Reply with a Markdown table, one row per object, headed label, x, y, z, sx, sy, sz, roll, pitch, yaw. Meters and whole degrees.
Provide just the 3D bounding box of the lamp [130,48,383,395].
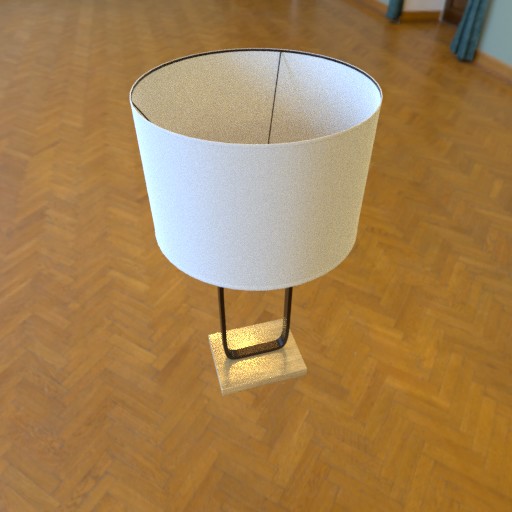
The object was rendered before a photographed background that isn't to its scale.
| label | x | y | z | sx | sy | sz | roll | pitch | yaw |
| --- | --- | --- | --- | --- | --- | --- | --- | --- | --- |
| lamp | 0.000 | 0.000 | 0.666 | 0.279 | 0.508 | 0.279 | -11 | 42 | -12 |
